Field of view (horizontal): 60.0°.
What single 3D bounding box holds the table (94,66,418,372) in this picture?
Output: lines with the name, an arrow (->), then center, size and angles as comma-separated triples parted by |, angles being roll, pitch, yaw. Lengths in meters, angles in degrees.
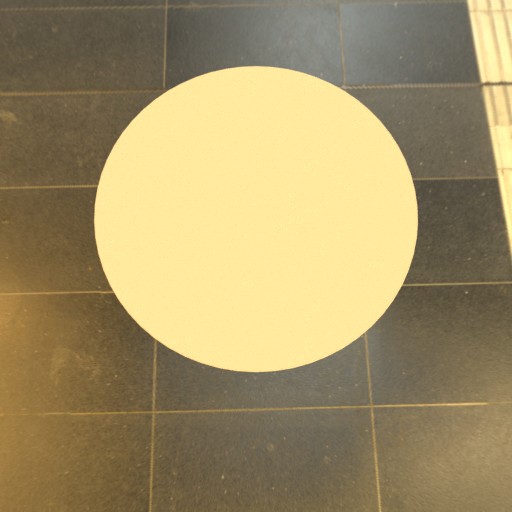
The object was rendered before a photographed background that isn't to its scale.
table -> 0.000, 0.000, 0.832 | 0.418, 0.532, 0.418 | -20, 77, -5
